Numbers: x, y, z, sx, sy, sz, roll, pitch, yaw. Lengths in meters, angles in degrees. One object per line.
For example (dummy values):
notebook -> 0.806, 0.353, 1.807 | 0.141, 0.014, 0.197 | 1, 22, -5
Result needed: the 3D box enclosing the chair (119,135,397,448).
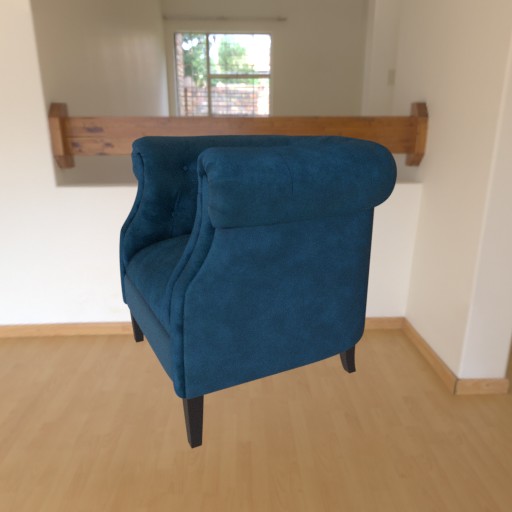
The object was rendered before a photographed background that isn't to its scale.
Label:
chair -> 0.000, 0.000, 1.599 | 0.851, 0.826, 0.904 | -9, 20, -26
